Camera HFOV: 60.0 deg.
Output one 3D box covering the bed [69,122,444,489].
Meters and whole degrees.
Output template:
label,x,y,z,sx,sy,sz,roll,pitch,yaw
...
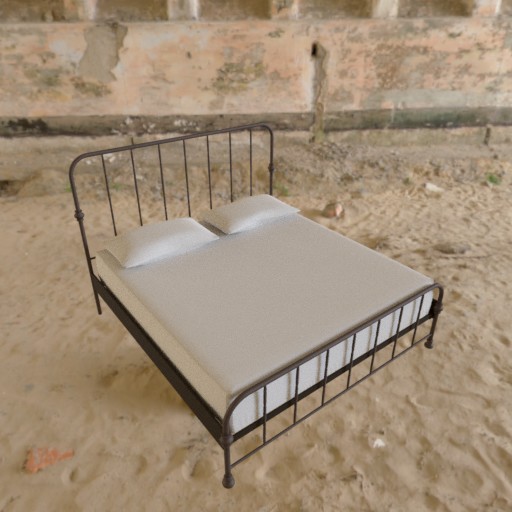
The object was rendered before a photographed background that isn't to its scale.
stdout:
label,x,y,z,sx,sy,sz,roll,pitch,yaw
bed,0.000,0.000,3.451,2.044,1.446,2.134,-20,35,-32
